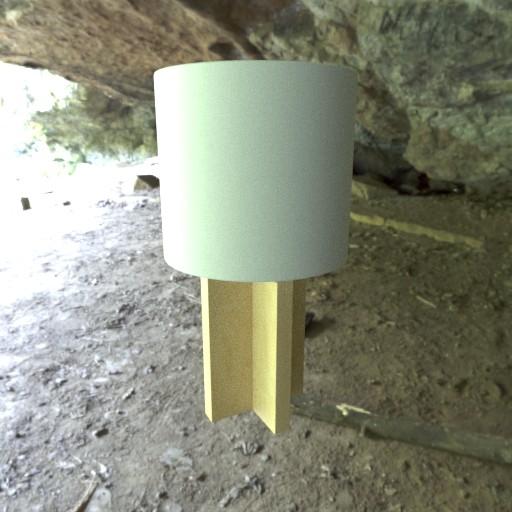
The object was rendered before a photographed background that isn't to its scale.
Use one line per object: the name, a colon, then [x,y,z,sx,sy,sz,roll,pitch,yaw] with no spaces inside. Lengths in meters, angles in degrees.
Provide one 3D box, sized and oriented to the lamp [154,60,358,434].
lamp: [0.000,0.000,0.564,0.229,0.428,0.229,-8,17,-27]
